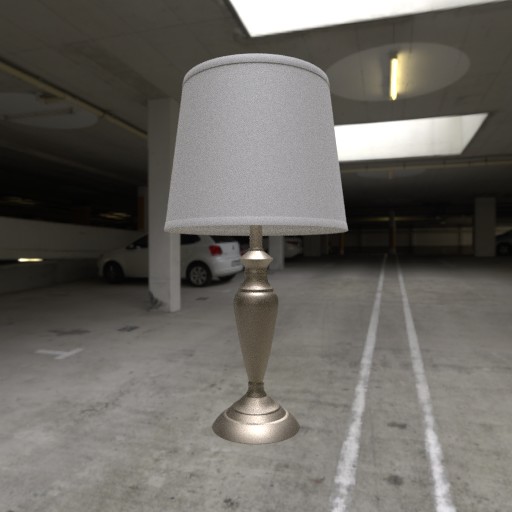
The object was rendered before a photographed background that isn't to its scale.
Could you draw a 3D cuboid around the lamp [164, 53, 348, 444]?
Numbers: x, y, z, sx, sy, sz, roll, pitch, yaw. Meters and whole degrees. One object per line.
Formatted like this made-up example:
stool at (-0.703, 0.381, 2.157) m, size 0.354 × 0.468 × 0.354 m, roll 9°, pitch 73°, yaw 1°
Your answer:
lamp at (0.000, 0.000, 0.808) m, size 0.328 × 0.619 × 0.328 m, roll 0°, pitch 0°, yaw 0°
